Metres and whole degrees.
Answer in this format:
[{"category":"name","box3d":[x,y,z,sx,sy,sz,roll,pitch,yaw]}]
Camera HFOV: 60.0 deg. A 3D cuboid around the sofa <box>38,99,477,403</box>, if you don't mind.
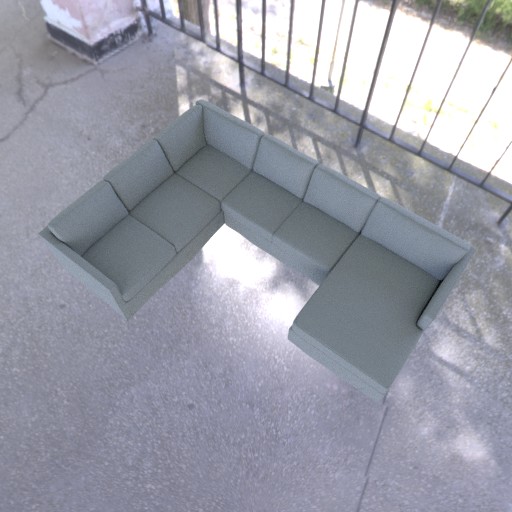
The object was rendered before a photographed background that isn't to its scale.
[{"category":"sofa","box3d":[0.000,0.000,4.426,3.460,0.882,2.427,33,64,18]}]
